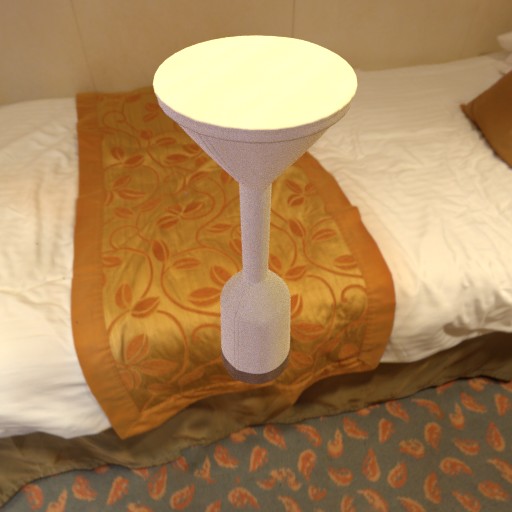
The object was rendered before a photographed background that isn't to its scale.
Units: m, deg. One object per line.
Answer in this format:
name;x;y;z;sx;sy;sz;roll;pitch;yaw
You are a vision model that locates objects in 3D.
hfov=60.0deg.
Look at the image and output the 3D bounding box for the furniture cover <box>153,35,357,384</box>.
furniture cover;0.000;0.000;2.882;0.914;2.413;0.914;24;51;21
